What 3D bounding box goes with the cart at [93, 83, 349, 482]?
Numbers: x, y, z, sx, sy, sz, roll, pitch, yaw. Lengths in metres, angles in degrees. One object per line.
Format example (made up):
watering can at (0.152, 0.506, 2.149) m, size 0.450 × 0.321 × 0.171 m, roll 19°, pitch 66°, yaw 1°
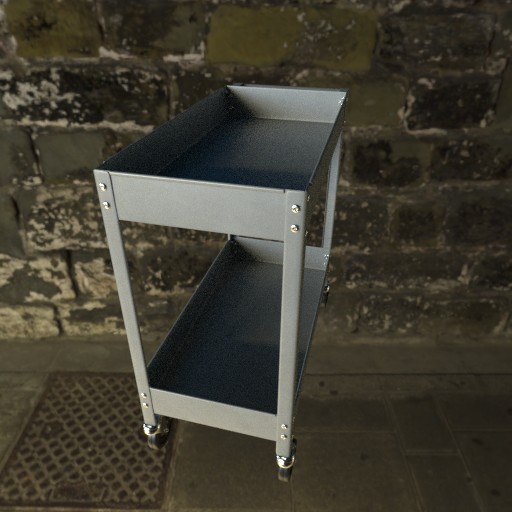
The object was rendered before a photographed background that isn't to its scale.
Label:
cart at (0.000, 0.000, 1.150) m, size 0.366 × 0.719 × 0.779 m, roll 8°, pitch 33°, yaw 12°
